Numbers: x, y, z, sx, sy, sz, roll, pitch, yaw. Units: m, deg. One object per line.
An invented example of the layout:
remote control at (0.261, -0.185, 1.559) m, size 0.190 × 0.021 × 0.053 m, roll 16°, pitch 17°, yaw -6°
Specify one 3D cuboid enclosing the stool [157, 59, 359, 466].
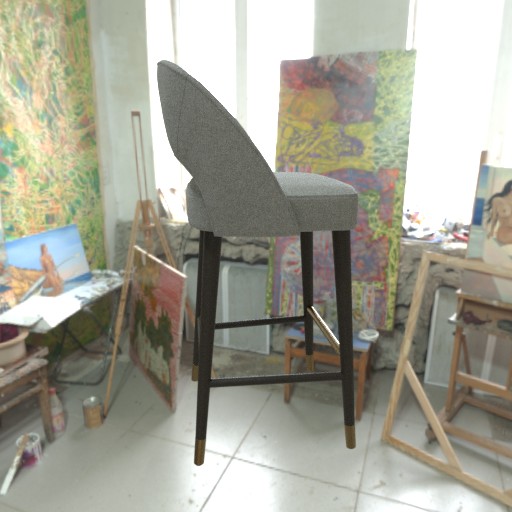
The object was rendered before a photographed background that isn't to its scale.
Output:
stool at (0.000, 0.000, 1.296) m, size 0.509 × 1.037 × 0.494 m, roll -2°, pitch 16°, yaw -9°
